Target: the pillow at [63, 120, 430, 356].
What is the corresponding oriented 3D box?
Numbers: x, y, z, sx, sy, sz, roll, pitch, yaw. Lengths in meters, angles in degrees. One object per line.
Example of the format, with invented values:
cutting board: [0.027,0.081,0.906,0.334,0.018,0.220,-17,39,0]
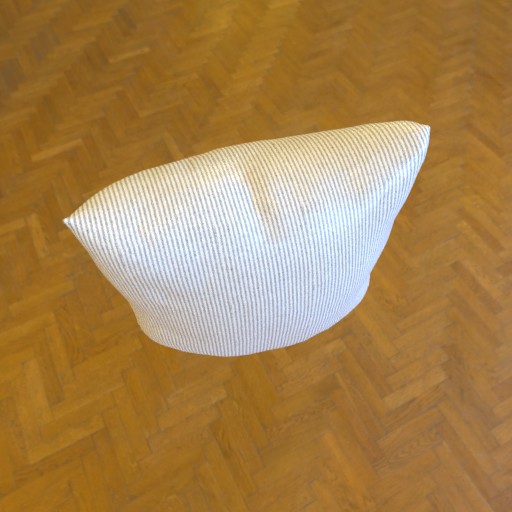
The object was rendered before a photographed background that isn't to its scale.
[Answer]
pillow: [0.000,0.000,0.693,0.387,0.432,0.310,14,59,8]
